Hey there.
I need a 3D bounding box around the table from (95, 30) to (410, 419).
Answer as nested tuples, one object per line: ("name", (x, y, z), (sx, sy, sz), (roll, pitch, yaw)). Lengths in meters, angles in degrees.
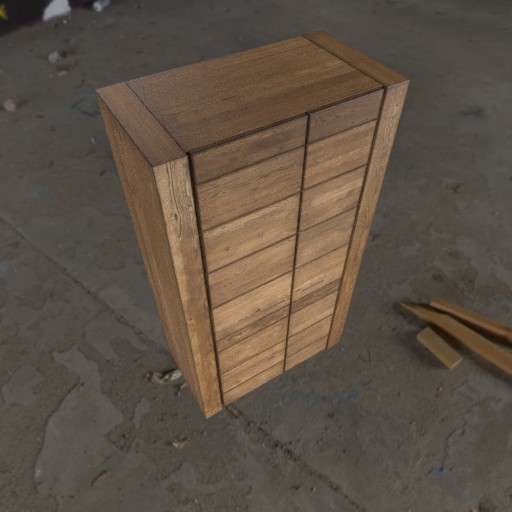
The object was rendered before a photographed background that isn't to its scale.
("table", (0.000, 0.000, 2.482), (1.100, 2.000, 0.600), (-24, 53, -20))
